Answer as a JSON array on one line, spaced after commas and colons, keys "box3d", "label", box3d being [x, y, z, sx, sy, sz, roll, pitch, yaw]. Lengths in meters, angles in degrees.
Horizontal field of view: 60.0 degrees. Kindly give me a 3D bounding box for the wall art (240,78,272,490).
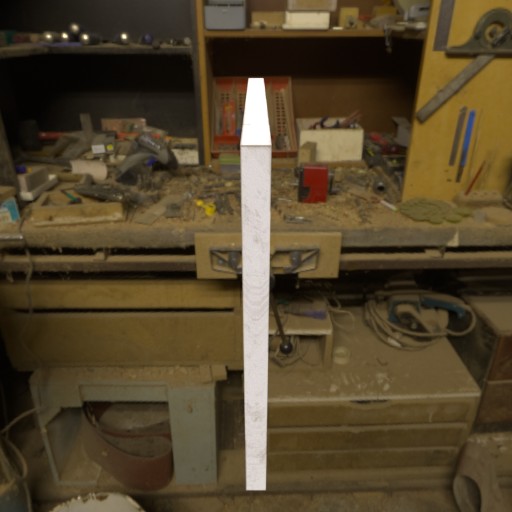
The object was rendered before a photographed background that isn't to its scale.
[{"box3d": [0.000, 0.000, 0.753, 0.029, 0.506, 0.508, 0, 28, 0], "label": "wall art"}]
